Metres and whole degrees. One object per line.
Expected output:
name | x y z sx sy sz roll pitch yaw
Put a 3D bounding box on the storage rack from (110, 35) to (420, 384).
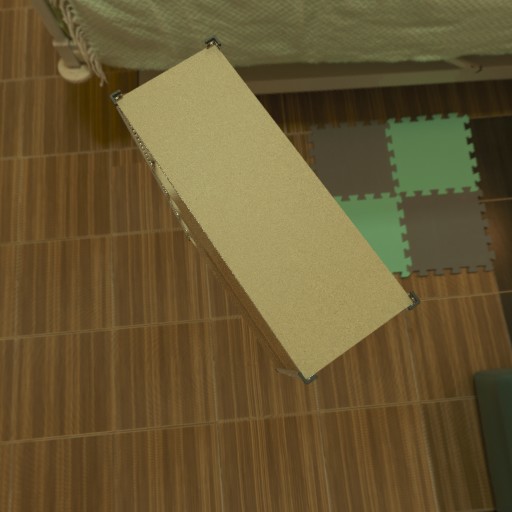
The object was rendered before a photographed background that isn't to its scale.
storage rack | 0.000 0.000 2.397 0.457 1.829 1.219 -34 79 -8
